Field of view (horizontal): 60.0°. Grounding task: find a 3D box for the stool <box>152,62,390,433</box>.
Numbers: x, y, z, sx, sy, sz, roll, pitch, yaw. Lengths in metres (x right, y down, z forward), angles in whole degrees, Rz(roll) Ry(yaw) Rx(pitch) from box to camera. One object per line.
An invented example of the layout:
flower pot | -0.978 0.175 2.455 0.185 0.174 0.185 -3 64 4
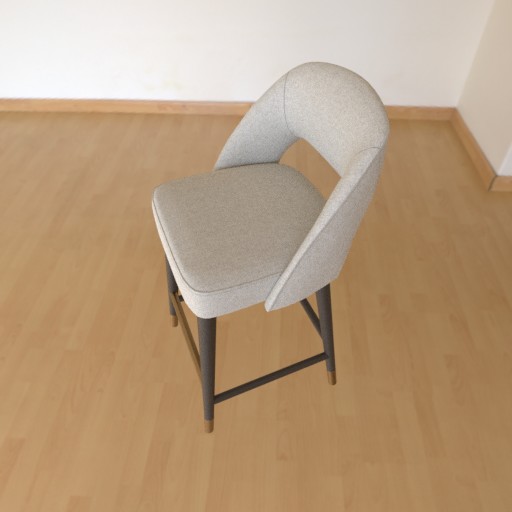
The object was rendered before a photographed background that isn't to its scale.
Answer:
stool | 0.000 0.000 1.243 0.509 0.940 0.494 -16 47 -15
